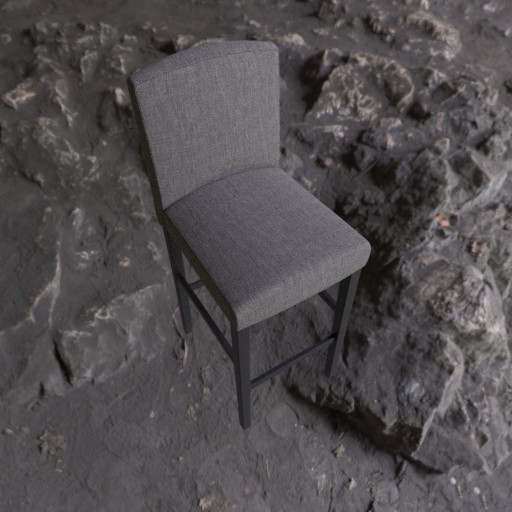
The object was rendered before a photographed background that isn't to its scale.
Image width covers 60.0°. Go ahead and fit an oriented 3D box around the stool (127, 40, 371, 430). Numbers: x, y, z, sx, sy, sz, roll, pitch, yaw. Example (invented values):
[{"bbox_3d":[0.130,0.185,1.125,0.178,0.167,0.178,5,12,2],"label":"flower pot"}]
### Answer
[{"bbox_3d":[0.000,0.000,1.418,0.451,1.138,0.552,-24,51,-22],"label":"stool"}]
